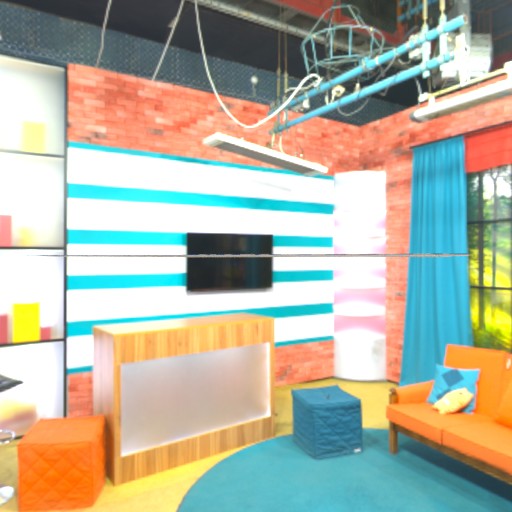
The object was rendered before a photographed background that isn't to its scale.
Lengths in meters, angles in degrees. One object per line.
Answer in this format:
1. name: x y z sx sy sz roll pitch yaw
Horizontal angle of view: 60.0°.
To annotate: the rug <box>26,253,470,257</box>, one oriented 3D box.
1. rug: 0.000 0.000 3.008 2.447 0.011 1.520 0 0 19
